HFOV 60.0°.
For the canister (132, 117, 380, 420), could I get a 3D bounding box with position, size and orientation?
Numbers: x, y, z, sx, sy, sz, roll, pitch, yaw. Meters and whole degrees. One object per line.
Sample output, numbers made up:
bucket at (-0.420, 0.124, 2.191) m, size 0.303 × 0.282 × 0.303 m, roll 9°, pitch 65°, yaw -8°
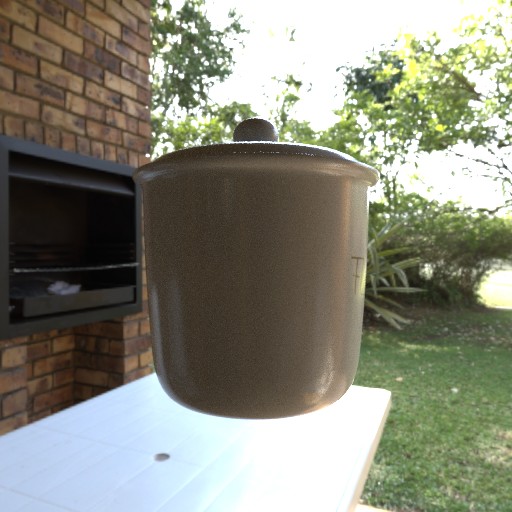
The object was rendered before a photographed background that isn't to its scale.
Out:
canister at (0.000, 0.000, 0.339) m, size 0.182 × 0.208 × 0.182 m, roll 0°, pitch 1°, yaw 0°
